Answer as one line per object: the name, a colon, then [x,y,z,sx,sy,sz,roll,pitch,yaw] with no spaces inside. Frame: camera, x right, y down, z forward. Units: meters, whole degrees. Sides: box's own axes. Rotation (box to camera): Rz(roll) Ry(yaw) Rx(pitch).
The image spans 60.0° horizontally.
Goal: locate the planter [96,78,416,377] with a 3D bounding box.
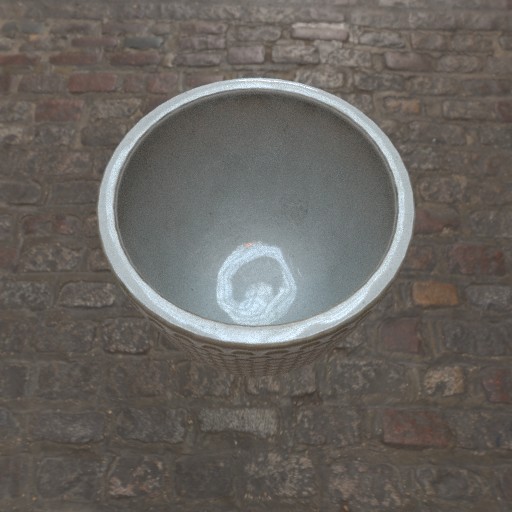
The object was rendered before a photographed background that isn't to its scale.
planter: [0.000,0.000,0.309,0.173,0.160,0.173,0,64,0]
